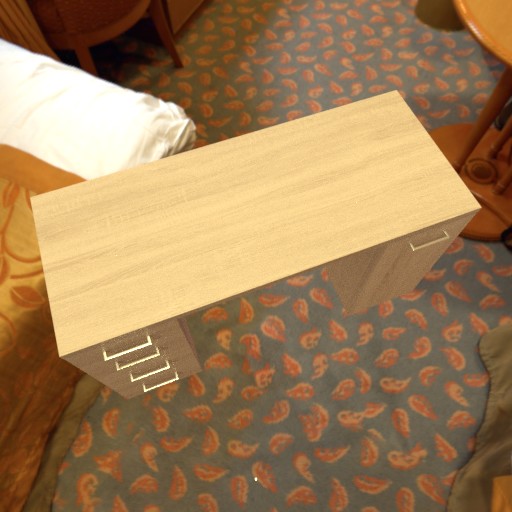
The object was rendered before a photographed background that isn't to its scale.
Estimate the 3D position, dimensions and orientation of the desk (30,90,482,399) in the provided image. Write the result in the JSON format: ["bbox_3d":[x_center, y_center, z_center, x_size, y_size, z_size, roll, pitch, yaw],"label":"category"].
[{"bbox_3d":[0.000,0.000,1.794,1.390,0.740,0.600,-19,65,-9],"label":"desk"}]
